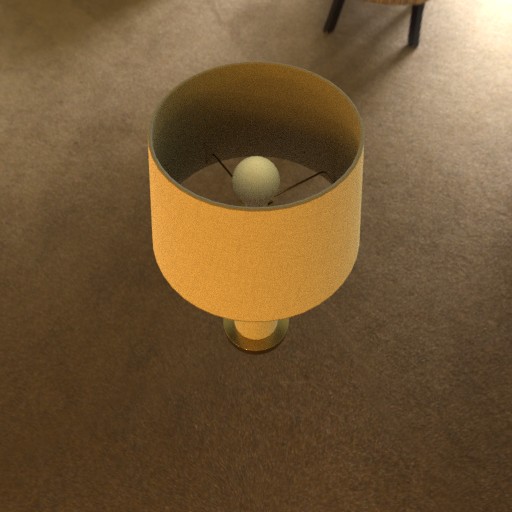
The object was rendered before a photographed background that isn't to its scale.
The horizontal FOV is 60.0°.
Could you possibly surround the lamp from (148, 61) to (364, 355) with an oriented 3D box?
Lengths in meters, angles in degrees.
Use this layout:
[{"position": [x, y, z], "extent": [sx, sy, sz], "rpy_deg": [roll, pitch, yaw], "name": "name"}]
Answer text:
[{"position": [0.000, 0.000, 0.732], "extent": [0.309, 0.545, 0.309], "rpy_deg": [0, 57, 0], "name": "lamp"}]
